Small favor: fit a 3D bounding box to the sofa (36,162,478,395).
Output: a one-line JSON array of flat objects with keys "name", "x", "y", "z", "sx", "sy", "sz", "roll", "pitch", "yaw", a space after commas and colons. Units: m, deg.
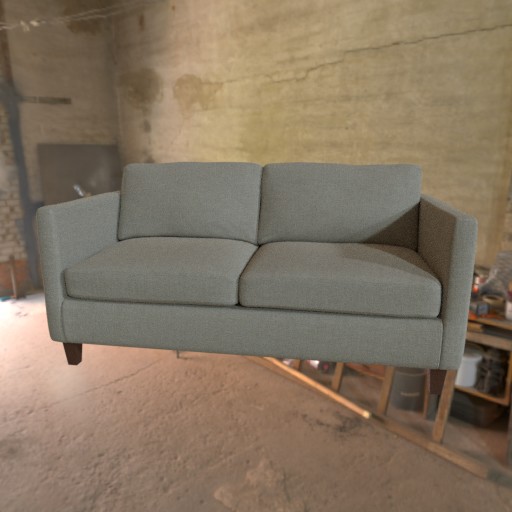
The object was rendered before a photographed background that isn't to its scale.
[{"name": "sofa", "x": 0.000, "y": 0.000, "z": 2.314, "sx": 1.884, "sy": 0.947, "sz": 0.951, "roll": 2, "pitch": 14, "yaw": 9}]
